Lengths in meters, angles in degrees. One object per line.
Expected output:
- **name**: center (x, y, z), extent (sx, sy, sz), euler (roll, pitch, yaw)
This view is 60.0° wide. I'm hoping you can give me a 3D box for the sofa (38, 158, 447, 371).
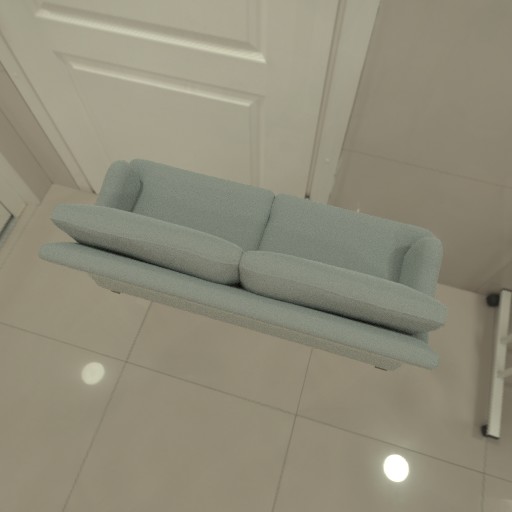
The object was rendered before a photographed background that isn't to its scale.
- **sofa**: center (0.000, 0.000, 2.833), extent (2.193, 1.096, 1.069), euler (15, 65, 7)
